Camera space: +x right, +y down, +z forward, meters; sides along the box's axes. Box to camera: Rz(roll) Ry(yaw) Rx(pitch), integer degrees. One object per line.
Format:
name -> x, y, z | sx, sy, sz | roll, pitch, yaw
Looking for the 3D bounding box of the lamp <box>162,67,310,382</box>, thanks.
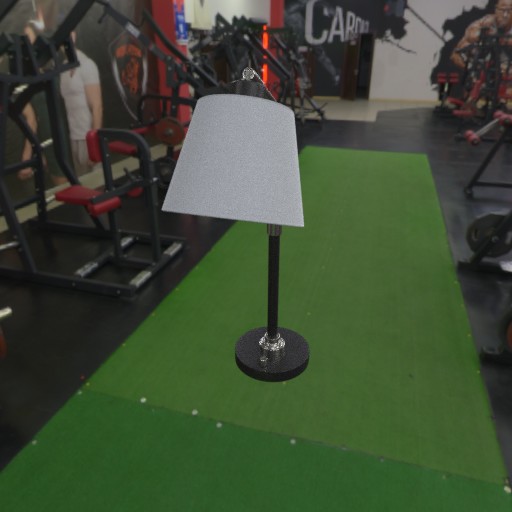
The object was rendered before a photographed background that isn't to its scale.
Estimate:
lamp -> 0.000, 0.000, 0.685 | 0.181, 0.539, 0.348 | 8, 27, 17
